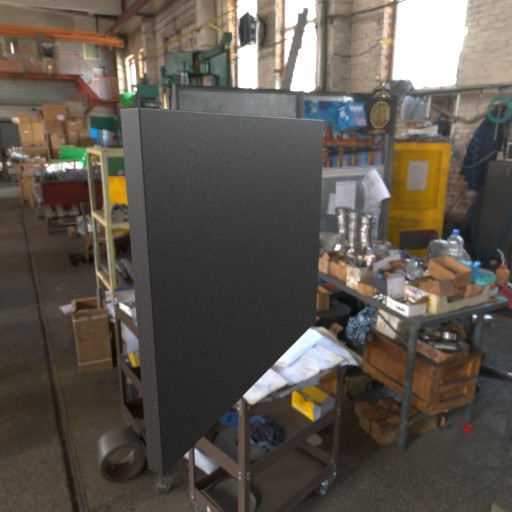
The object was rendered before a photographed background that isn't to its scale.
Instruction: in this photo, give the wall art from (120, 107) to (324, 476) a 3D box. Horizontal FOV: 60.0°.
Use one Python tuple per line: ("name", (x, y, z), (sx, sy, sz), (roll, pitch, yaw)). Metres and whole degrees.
("wall art", (0.000, 0.000, 0.757), (0.031, 0.457, 0.558), (8, 18, 27))
